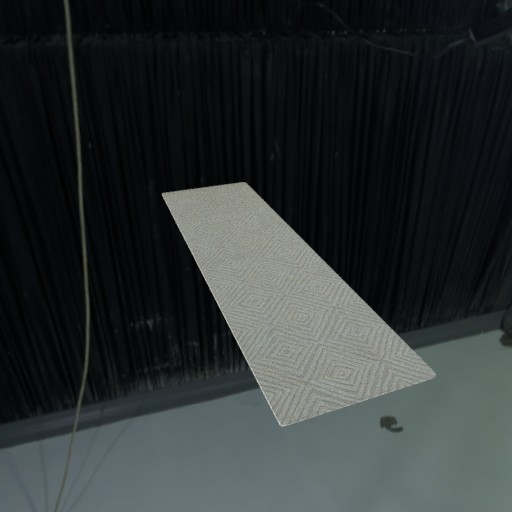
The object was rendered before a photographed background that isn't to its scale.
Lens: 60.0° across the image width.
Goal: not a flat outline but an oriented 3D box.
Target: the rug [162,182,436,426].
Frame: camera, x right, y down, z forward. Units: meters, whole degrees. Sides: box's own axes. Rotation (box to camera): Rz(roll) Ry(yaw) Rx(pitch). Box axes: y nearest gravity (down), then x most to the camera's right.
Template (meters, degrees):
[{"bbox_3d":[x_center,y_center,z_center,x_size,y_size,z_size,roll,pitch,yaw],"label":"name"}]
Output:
[{"bbox_3d":[0.000,0.000,2.569,0.676,0.008,2.277,-11,32,-18],"label":"rug"}]
